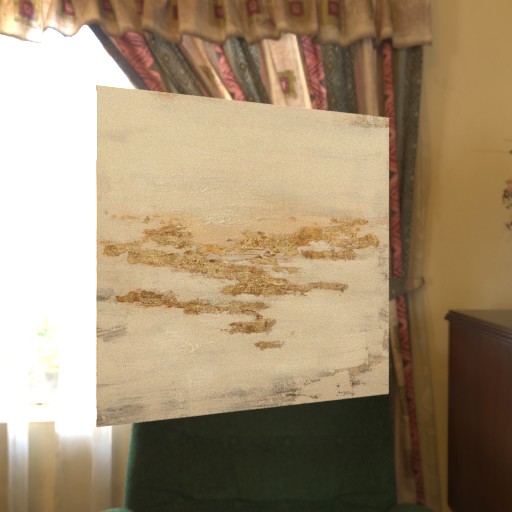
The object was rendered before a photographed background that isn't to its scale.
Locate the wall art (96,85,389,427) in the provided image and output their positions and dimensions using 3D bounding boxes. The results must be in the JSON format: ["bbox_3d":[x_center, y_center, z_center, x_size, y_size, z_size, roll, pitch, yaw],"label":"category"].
[{"bbox_3d":[0.000,0.000,1.111,0.753,0.755,0.038,0,0,-18],"label":"wall art"}]
